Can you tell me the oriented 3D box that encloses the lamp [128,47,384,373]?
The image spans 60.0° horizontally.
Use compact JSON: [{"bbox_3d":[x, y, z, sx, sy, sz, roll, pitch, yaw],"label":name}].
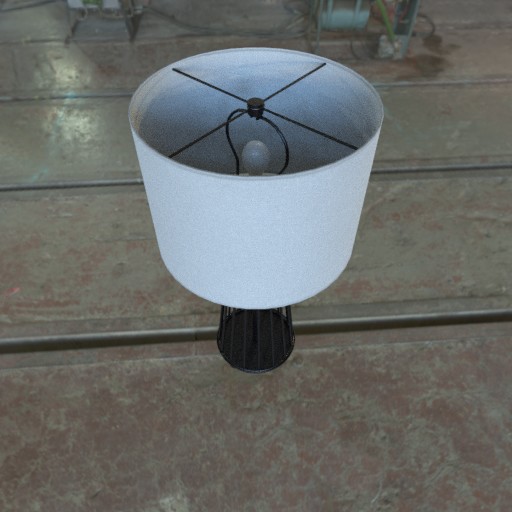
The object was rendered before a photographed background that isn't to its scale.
[{"bbox_3d":[0.000,0.000,0.787,0.322,0.593,0.322,32,55,26],"label":"lamp"}]
